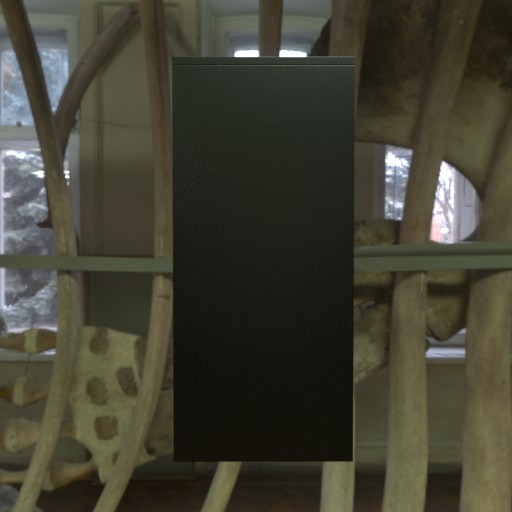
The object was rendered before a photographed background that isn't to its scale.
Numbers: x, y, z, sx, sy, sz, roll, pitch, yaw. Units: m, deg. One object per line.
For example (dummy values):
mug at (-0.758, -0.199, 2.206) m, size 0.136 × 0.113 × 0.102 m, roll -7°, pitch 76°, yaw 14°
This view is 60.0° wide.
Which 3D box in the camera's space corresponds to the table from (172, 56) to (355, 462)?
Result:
table at (0.000, 0.000, 1.329) m, size 0.380 × 0.790 × 0.930 m, roll 0°, pitch 1°, yaw 0°
